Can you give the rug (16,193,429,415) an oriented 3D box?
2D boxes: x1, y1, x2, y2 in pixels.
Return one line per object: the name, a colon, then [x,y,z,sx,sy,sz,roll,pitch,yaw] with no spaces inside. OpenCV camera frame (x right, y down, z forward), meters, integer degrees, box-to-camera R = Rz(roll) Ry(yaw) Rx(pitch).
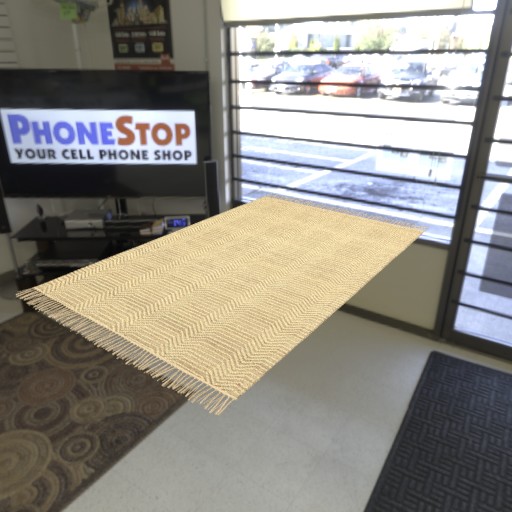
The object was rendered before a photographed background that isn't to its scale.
rug: [0.000,0.000,2.987,1.528,0.034,2.523,17,30,33]
